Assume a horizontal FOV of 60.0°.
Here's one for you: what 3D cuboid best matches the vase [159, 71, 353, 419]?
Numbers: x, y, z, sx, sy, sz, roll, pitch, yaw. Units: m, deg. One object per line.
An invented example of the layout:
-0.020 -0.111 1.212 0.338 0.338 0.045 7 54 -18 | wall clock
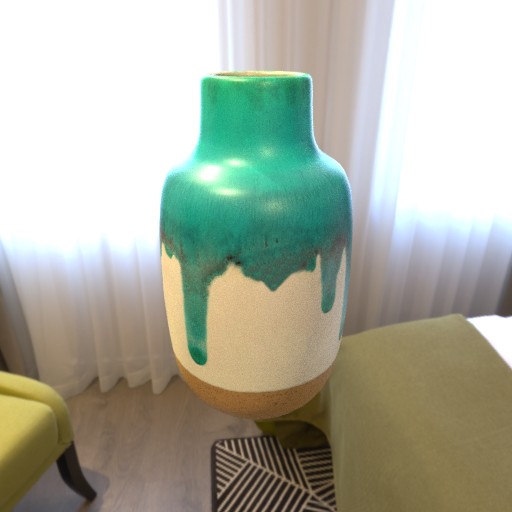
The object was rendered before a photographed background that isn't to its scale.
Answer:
0.000 0.000 0.251 0.106 0.192 0.106 0 26 0 | vase
